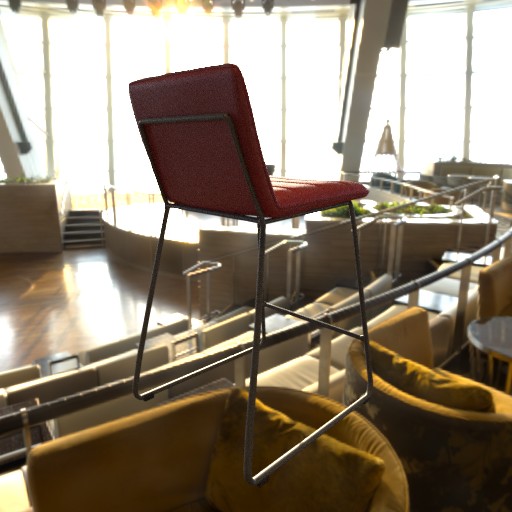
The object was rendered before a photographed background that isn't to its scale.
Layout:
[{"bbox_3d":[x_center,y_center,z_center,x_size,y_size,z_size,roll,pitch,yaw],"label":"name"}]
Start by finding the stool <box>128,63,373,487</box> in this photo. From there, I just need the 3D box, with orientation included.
[{"bbox_3d":[0.000,0.000,1.177,0.524,0.866,0.489,-14,20,-43],"label":"stool"}]
